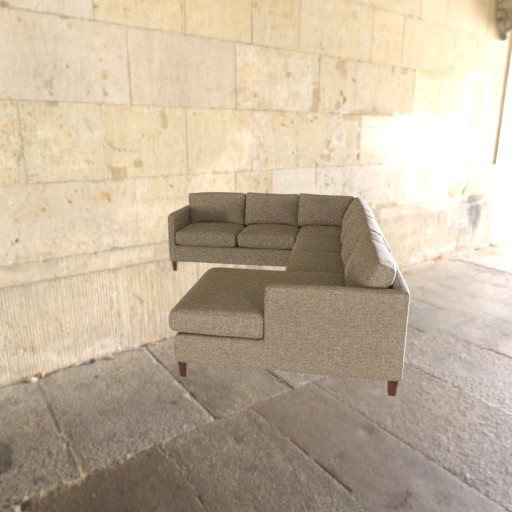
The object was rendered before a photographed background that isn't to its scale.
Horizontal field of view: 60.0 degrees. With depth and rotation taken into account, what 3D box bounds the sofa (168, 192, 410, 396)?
[{"bbox_3d":[0.000,0.000,4.660,2.593,0.959,3.460,3,15,9],"label":"sofa"}]
